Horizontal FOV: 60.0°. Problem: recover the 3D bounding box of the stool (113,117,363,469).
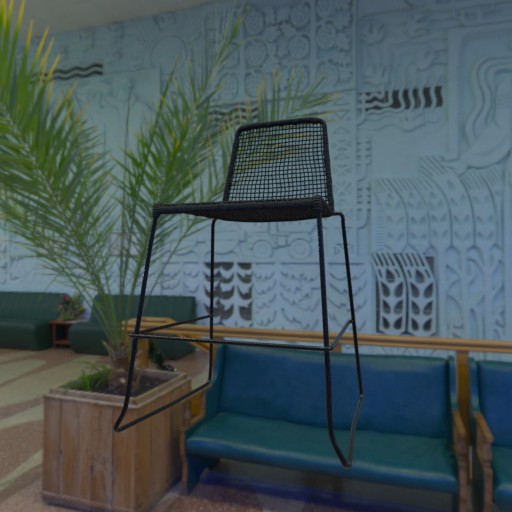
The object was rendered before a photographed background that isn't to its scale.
[{"bbox_3d":[0.000,0.000,1.252,0.590,0.905,0.509,0,-1,20],"label":"stool"}]
